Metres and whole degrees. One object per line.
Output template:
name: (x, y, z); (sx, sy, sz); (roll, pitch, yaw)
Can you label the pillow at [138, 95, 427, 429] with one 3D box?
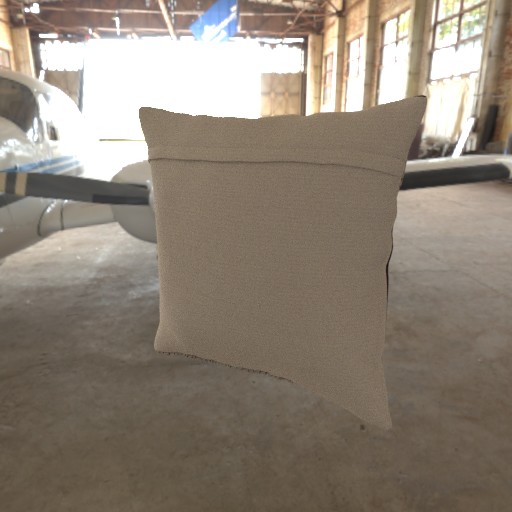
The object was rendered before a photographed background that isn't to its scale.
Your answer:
pillow: (0.000, 0.000, 0.710); (0.475, 0.473, 0.178); (9, 19, 29)
